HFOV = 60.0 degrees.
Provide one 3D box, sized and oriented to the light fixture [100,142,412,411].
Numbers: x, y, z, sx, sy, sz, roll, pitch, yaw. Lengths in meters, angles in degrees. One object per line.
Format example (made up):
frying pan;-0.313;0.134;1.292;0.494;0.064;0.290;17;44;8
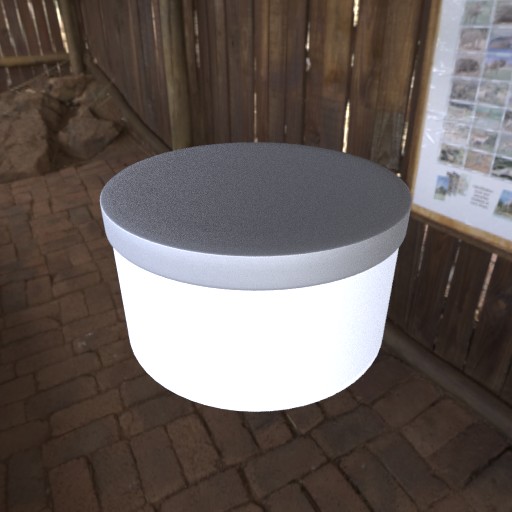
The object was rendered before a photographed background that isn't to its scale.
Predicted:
light fixture;0.000;0.000;0.639;0.393;0.229;0.393;0;30;0
